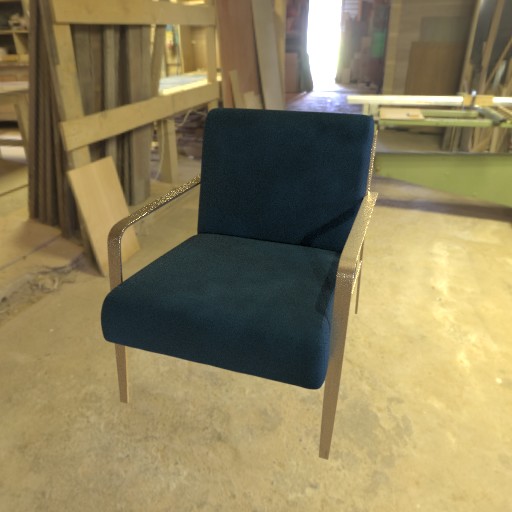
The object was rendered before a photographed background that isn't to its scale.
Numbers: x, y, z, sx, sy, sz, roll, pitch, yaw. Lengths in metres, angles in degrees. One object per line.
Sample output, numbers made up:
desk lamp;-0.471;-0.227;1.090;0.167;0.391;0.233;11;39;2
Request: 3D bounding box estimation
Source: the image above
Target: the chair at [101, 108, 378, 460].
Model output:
chair;0.000;0.000;1.460;0.692;0.831;0.859;9;27;17
